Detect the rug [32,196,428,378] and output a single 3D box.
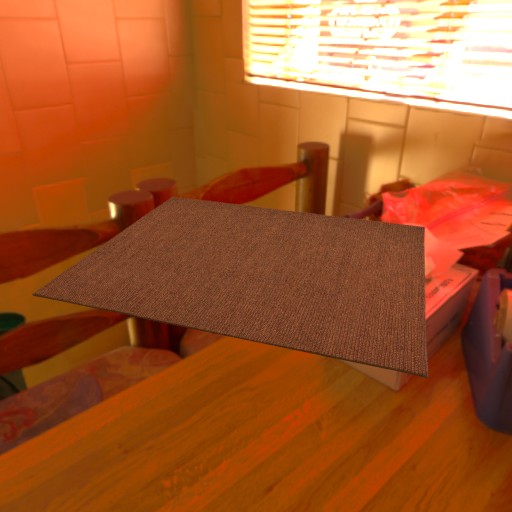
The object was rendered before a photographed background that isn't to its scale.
[{"bbox_3d":[0.000,0.000,4.218,3.068,0.021,2.456,9,29,16],"label":"rug"}]
